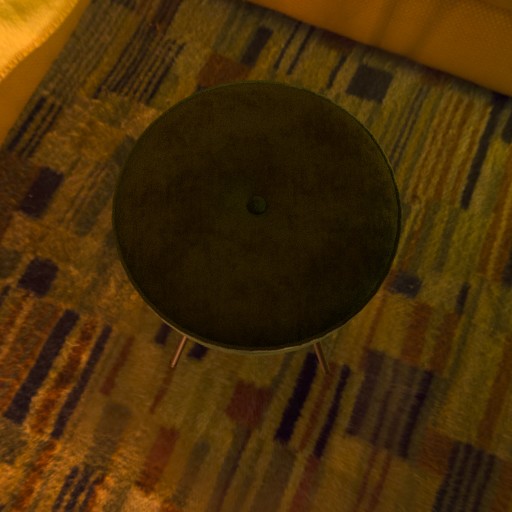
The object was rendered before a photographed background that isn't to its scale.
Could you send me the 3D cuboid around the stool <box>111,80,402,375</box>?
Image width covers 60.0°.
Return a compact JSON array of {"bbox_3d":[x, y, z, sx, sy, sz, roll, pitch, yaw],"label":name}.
[{"bbox_3d":[0.000,0.000,0.919,0.430,0.595,0.457,3,75,1],"label":"stool"}]
